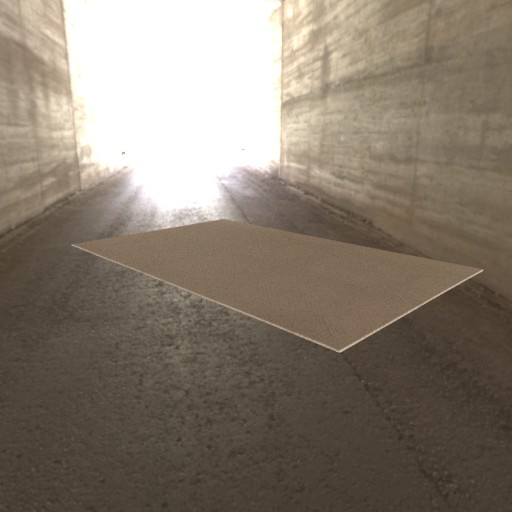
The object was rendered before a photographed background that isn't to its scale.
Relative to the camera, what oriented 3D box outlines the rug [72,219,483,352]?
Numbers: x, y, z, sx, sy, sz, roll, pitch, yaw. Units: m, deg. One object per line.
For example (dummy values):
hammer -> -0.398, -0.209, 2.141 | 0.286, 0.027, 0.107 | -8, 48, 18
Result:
rug -> 0.000, 0.000, 3.041 | 1.524, 0.008, 2.440 | -14, 21, -43
